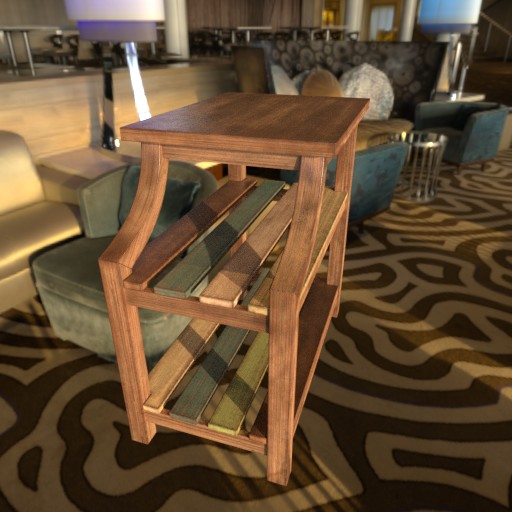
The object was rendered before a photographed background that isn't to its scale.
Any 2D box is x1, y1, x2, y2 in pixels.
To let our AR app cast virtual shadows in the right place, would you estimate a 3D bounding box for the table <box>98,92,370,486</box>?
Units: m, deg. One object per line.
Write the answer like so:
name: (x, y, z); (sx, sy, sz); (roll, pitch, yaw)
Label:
table: (0.000, 0.000, 0.955); (0.356, 0.584, 0.609); (9, 28, 16)
